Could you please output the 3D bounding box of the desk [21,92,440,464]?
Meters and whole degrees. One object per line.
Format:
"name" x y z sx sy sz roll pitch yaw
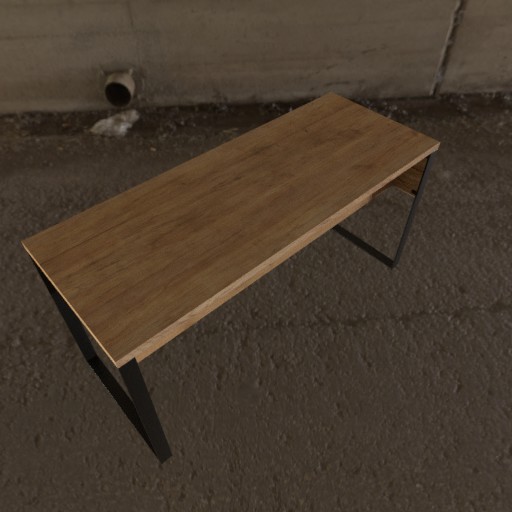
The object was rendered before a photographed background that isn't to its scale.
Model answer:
"desk" 0.000 0.000 1.914 1.520 0.760 0.600 -34 55 -28
